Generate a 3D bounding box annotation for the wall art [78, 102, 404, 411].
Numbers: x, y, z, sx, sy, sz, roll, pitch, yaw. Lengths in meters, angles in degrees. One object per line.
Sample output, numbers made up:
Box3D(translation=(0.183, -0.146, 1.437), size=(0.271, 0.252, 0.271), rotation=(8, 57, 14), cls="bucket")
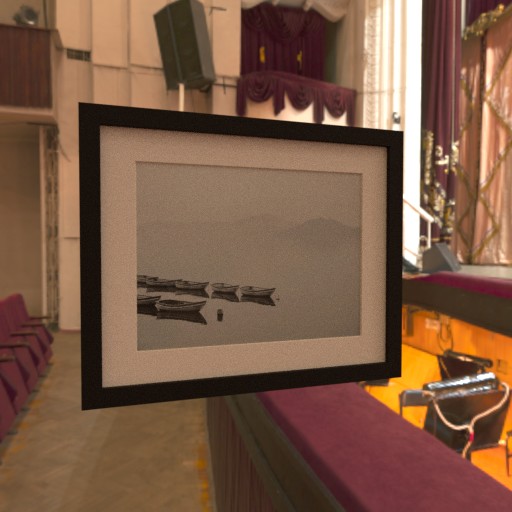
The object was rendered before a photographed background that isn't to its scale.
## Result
Box3D(translation=(0.000, 0.000, 0.539), size=(0.397, 0.325, 0.028), rotation=(0, 2, -17), cls="wall art")
